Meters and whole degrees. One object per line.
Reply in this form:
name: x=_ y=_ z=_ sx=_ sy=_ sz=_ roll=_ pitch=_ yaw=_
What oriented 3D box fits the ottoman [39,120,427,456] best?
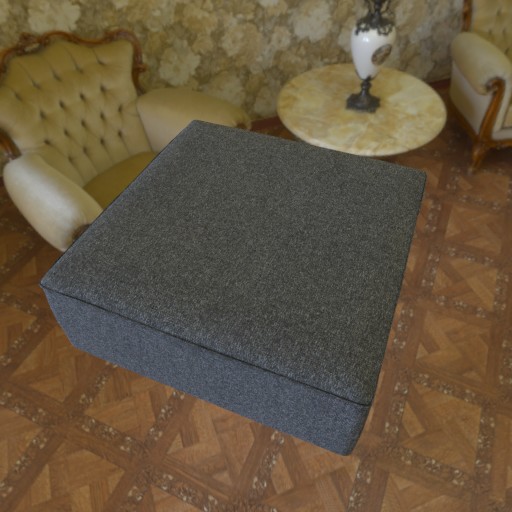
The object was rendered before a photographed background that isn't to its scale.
ottoman: x=0.000 y=0.000 z=1.608 sx=1.021 sy=0.423 sz=1.017 roll=17 pitch=50 yaw=15
